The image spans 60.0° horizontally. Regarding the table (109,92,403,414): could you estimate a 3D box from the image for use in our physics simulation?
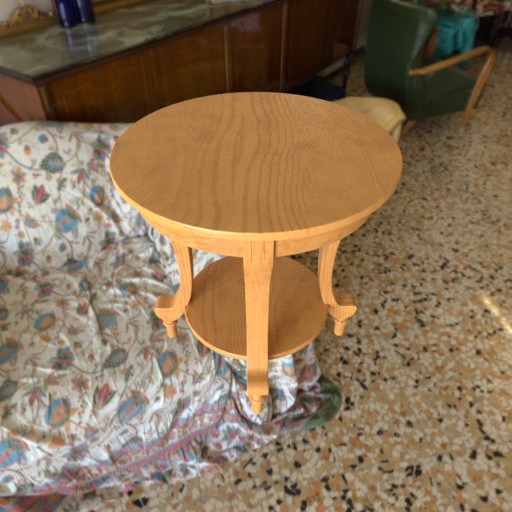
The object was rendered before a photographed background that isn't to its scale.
[{"bbox_3d":[0.000,0.000,1.126,0.597,0.612,0.597,0,41,0],"label":"table"}]
